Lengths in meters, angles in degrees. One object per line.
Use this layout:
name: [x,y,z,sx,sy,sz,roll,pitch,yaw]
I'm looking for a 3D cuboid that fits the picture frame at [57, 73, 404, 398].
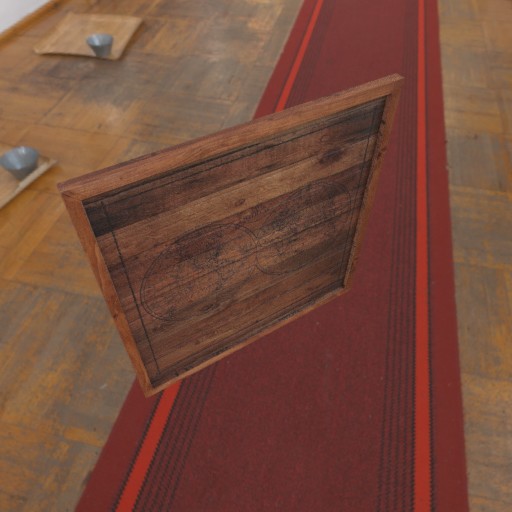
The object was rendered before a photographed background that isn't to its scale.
picture frame: [0.000,0.000,1.217,0.810,0.817,0.029,-24,52,-21]
